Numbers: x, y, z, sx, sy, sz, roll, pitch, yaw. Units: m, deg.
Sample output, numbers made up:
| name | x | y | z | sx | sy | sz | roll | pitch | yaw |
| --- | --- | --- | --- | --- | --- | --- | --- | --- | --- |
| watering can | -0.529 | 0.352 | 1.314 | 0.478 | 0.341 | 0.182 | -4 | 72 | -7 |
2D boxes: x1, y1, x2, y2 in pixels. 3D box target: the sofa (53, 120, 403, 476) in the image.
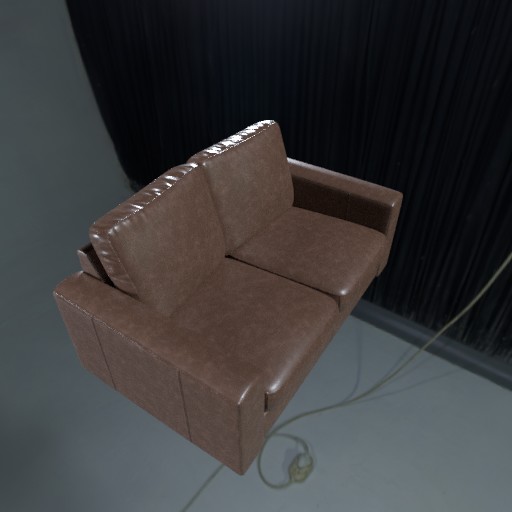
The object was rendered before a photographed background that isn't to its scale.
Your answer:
| name | x | y | z | sx | sy | sz | roll | pitch | yaw |
| --- | --- | --- | --- | --- | --- | --- | --- | --- | --- |
| sofa | 0.000 | 0.000 | 2.254 | 1.016 | 0.873 | 1.616 | 23 | 45 | 25 |
